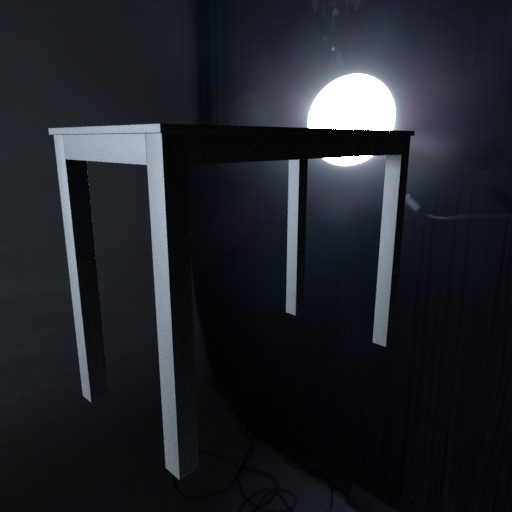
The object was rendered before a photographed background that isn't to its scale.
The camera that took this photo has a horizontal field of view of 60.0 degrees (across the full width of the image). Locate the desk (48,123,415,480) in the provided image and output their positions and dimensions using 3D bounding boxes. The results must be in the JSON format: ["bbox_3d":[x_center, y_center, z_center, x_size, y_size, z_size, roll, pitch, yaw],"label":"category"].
[{"bbox_3d":[0.000,0.000,1.390,0.499,0.762,0.991,14,20,43],"label":"desk"}]
